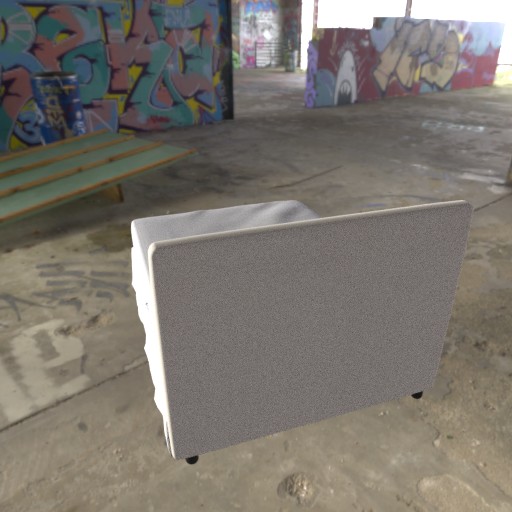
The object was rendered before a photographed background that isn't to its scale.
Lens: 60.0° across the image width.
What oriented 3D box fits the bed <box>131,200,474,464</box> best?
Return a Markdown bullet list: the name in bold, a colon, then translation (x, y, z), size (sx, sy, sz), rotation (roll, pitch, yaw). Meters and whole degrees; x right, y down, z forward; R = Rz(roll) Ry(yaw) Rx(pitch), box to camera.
- **bed**: translation (0.000, 0.000, 3.194), size (1.713, 1.330, 2.142), rotation (-9, 28, -17)
